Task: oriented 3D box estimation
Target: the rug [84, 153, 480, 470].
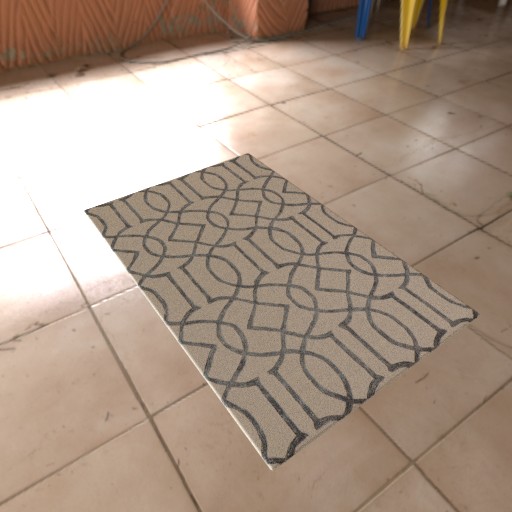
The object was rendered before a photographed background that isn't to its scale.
[{"bbox_3d":[0.000,0.000,2.961,1.521,0.017,2.365,-25,47,-26],"label":"rug"}]
